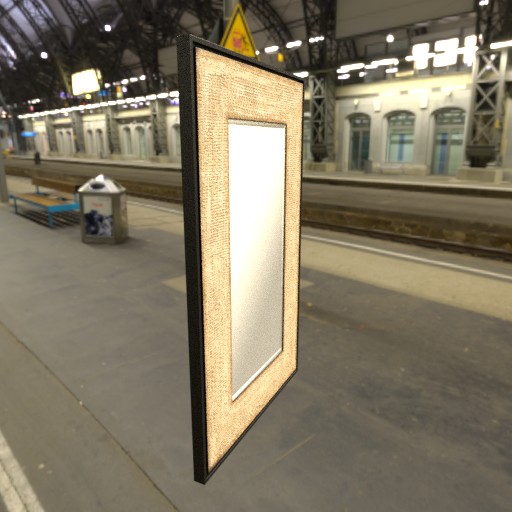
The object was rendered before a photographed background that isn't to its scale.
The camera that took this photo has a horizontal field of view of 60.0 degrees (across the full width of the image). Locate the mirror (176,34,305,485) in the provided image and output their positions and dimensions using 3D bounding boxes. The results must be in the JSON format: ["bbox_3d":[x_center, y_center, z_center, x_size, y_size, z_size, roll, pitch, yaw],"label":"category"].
[{"bbox_3d":[0.000,0.000,1.500,0.038,1.219,0.762,7,16,25],"label":"mirror"}]
